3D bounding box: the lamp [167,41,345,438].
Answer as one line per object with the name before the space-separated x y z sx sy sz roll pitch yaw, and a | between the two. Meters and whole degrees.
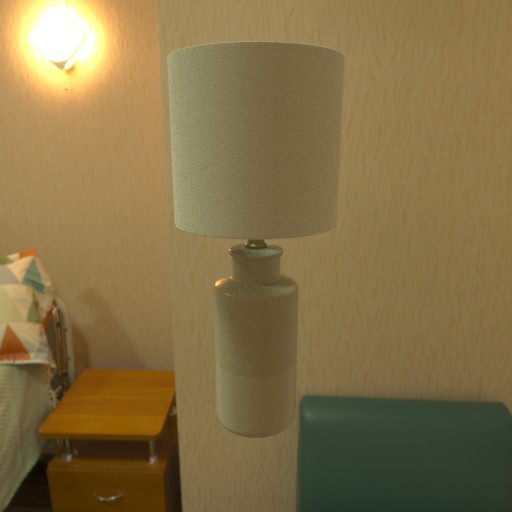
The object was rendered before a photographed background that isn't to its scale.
lamp | 0.000 0.000 0.601 0.212 0.493 0.212 -8 17 -27
